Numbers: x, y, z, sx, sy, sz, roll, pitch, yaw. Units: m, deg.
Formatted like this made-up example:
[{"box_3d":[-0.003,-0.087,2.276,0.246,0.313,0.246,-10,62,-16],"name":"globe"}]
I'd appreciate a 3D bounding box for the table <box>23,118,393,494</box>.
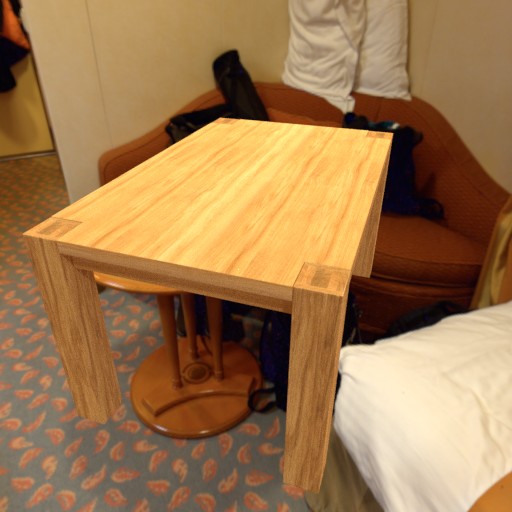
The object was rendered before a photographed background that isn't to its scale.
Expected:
[{"box_3d":[0.000,0.000,1.875,0.900,0.760,1.400,10,32,16],"name":"table"}]
